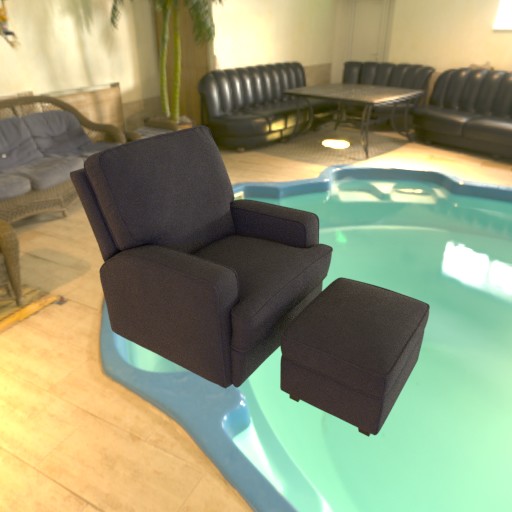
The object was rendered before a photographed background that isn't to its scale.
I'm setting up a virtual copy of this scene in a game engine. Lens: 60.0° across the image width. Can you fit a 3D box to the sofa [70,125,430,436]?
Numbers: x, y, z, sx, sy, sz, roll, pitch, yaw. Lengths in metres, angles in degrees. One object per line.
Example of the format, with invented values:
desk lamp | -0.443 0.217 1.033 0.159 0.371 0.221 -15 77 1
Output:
sofa | 0.000 0.000 2.004 1.472 0.959 0.861 17 32 30
